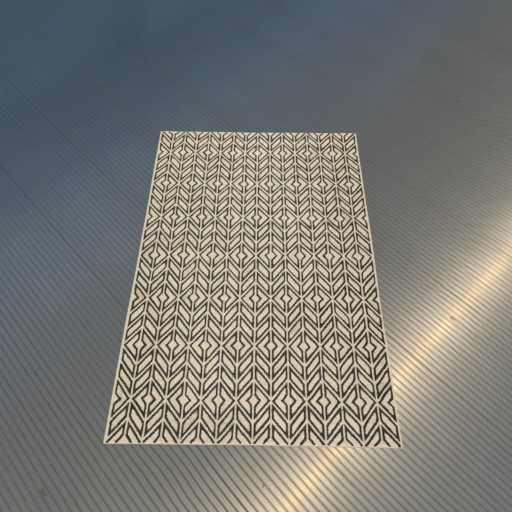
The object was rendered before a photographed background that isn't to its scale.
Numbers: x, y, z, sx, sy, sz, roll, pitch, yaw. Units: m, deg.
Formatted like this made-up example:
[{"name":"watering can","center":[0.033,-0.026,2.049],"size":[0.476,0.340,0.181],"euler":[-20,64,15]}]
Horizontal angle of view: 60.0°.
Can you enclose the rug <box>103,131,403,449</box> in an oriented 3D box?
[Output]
[{"name":"rug","center":[0.000,0.000,2.290],"size":[1.220,0.007,1.828],"euler":[1,58,0]}]
